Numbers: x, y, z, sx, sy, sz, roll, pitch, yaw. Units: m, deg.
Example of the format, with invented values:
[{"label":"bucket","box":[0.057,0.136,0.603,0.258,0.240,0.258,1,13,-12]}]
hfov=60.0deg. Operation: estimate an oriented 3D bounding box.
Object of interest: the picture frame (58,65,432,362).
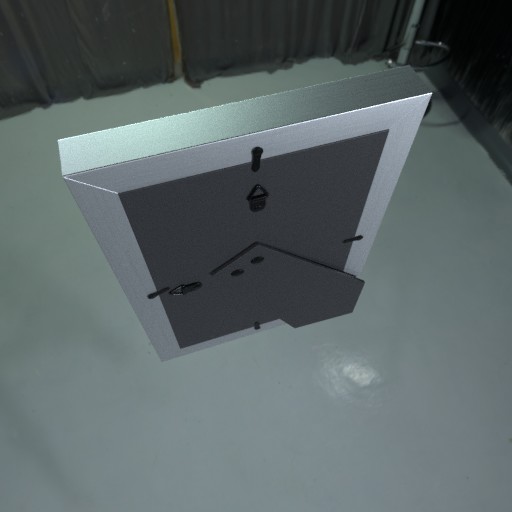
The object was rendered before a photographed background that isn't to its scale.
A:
[{"label":"picture frame","box":[0.000,0.000,0.270,0.157,0.208,0.028,-15,59,-10]}]
